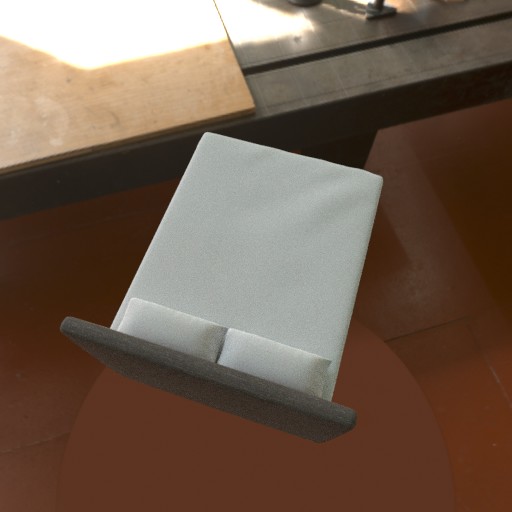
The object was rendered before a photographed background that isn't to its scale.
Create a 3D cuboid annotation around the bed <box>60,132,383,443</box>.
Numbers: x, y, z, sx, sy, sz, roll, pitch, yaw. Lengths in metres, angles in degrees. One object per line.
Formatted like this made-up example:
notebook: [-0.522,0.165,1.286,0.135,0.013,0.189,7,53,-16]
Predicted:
bed: [0.000,0.000,3.308,1.723,1.330,2.142,16,65,8]
